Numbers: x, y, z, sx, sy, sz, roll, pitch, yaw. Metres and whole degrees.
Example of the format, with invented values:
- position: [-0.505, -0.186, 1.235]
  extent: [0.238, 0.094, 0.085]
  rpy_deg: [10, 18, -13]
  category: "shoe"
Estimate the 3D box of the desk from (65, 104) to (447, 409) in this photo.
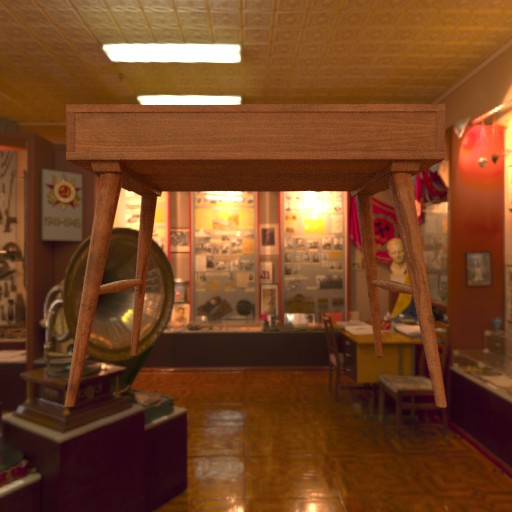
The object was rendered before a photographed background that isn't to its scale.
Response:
- position: [0.000, 0.000, 1.383]
  extent: [0.949, 0.758, 0.588]
  rpy_deg: [0, 0, 0]
  category: "desk"
